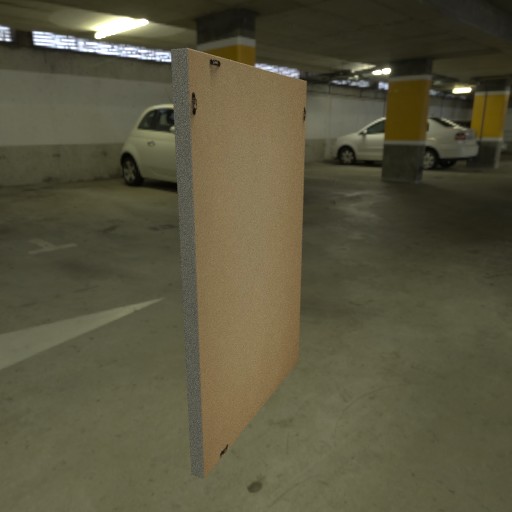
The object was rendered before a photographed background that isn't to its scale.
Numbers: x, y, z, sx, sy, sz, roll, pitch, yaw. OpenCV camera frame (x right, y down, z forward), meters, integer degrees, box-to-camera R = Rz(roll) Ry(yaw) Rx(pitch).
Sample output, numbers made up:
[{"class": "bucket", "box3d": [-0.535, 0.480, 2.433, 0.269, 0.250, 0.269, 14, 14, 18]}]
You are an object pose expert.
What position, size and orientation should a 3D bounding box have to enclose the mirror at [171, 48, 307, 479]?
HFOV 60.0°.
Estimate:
[{"class": "mirror", "box3d": [0.000, 0.000, 1.169, 0.041, 0.914, 0.609, 8, 18, 25]}]
